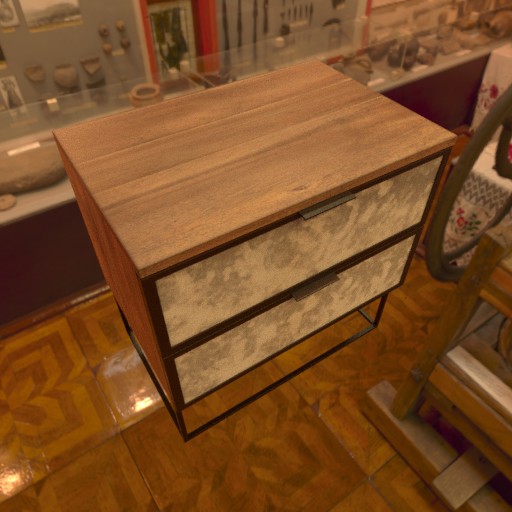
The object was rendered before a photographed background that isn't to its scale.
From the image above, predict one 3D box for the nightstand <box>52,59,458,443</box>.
[{"bbox_3d":[0.000,0.000,1.006,0.605,0.611,0.427,-25,50,-22],"label":"nightstand"}]
